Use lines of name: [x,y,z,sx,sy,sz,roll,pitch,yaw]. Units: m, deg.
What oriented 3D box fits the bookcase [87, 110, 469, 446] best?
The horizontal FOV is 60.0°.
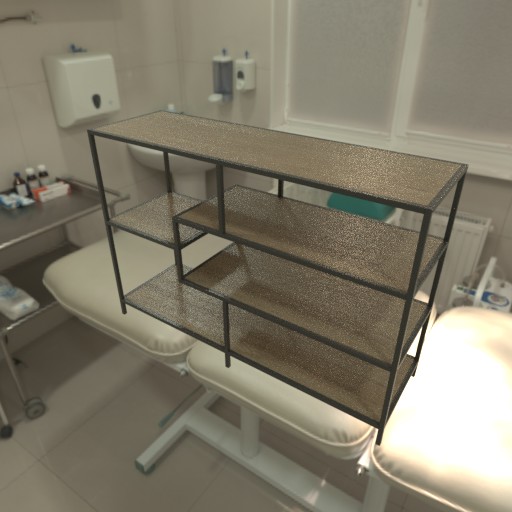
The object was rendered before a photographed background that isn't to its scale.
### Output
bookcase: [0.000,0.000,1.536,1.140,0.780,0.350,19,36,29]
